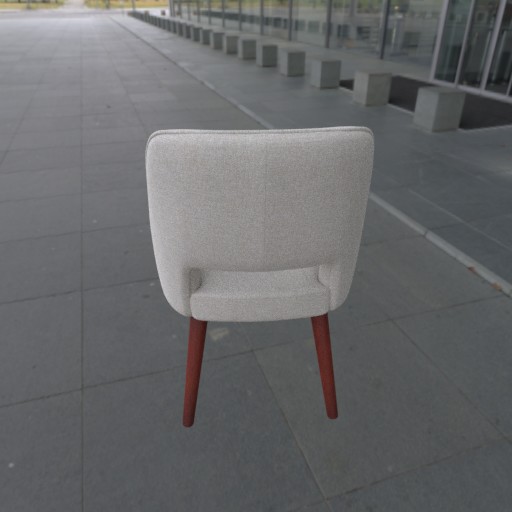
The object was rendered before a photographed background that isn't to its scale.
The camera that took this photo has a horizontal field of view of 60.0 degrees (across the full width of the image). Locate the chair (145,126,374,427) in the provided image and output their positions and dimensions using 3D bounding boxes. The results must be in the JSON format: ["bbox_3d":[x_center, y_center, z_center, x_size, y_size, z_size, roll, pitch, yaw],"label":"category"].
[{"bbox_3d":[0.000,0.000,1.249,0.560,0.840,0.580,-2,30,-3],"label":"chair"}]
